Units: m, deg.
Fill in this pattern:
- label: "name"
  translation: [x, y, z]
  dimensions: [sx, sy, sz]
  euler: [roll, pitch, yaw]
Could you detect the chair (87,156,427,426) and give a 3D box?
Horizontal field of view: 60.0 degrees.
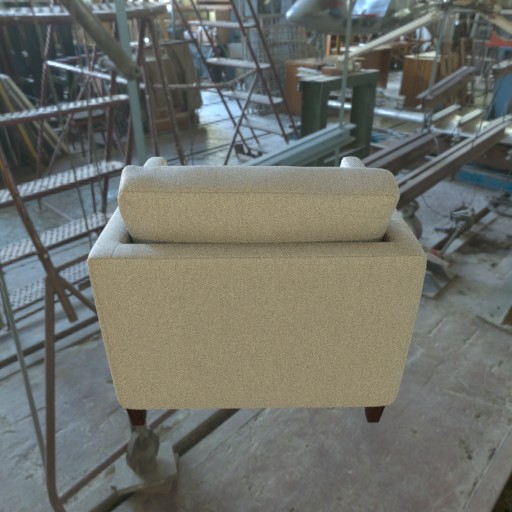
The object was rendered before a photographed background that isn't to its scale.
- label: "chair"
  translation: [0.000, 0.000, 1.771]
  dimensions: [0.996, 0.919, 0.959]
  euler: [0, 30, -1]
